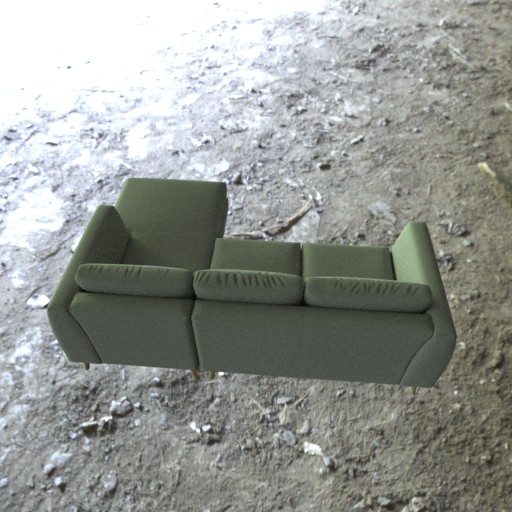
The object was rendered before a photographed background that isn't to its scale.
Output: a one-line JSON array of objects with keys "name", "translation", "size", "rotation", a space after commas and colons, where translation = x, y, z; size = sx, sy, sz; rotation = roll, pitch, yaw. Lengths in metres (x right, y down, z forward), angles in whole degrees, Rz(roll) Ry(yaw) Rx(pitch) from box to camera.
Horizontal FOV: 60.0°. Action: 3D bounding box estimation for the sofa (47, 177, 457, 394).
[{"name": "sofa", "translation": [0.000, 0.000, 3.104], "size": [2.300, 0.860, 1.580], "rotation": [3, 47, 3]}]
